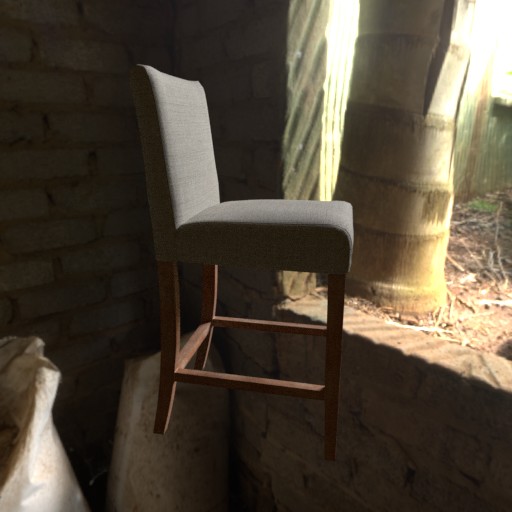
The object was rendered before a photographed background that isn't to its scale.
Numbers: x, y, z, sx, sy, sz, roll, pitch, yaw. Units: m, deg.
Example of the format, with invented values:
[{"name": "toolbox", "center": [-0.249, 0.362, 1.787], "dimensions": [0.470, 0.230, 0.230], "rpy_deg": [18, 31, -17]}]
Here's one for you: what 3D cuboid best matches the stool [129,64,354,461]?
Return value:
[{"name": "stool", "center": [0.000, 0.000, 1.343], "dimensions": [0.567, 1.039, 0.454], "rpy_deg": [3, 16, 11]}]
